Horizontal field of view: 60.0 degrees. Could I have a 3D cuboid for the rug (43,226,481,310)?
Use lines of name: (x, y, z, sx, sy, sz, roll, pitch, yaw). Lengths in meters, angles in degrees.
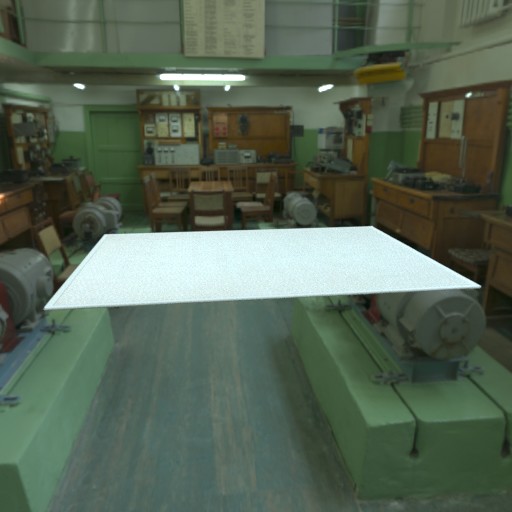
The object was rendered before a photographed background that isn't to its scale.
rug: (0.000, 0.000, 2.960, 2.244, 0.017, 1.532, -2, 16, -7)
